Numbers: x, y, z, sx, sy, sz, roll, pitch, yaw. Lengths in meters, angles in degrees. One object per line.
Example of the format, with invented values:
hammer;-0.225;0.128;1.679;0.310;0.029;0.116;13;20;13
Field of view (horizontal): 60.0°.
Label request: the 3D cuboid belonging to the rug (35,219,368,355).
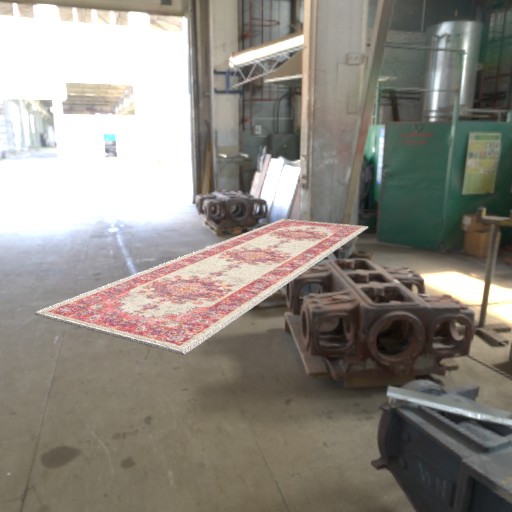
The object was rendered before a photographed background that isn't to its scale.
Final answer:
rug;0.000;0.000;1.990;0.562;0.009;1.824;8;17;27
